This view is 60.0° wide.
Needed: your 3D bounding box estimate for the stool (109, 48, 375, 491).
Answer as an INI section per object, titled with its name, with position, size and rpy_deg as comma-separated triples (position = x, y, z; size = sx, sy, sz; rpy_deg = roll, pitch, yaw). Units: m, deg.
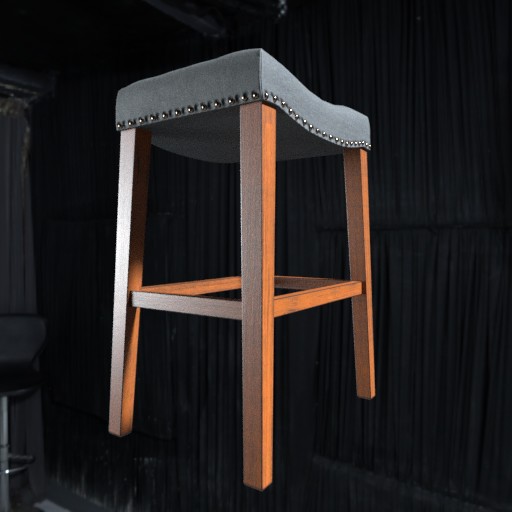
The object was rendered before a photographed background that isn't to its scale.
[stool]
position = 0.000, 0.000, 0.851
size = 0.320, 0.612, 0.439
rpy_deg = 1, 2, 34
